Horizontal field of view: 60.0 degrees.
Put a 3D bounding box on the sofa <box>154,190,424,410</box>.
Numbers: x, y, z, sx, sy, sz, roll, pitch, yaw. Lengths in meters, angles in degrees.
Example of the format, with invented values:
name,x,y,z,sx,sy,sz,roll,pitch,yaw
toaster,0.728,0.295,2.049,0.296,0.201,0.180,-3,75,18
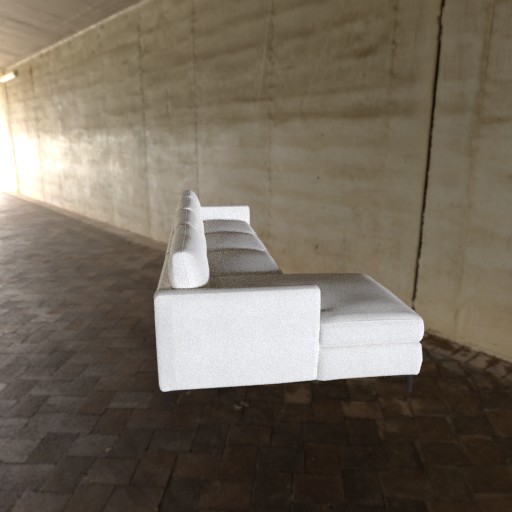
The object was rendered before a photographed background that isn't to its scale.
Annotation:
name,x,y,z,sx,sy,sz,roll,pitch,yaw
sofa,0.000,0.000,3.834,1.467,0.875,3.186,-2,15,-8
